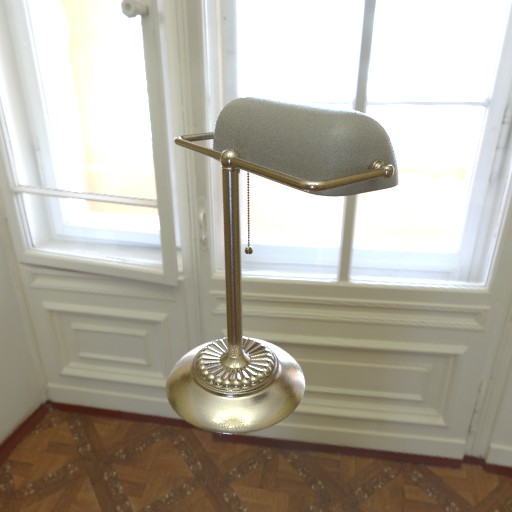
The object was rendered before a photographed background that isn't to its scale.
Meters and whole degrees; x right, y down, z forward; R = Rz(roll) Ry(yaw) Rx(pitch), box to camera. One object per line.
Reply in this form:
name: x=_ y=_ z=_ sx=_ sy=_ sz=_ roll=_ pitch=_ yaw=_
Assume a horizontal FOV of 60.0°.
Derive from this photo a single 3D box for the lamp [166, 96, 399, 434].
lamp: x=0.000 y=0.000 z=0.521 sx=0.243 sy=0.339 sz=0.264 roll=-17 pitch=30 yaw=-32
